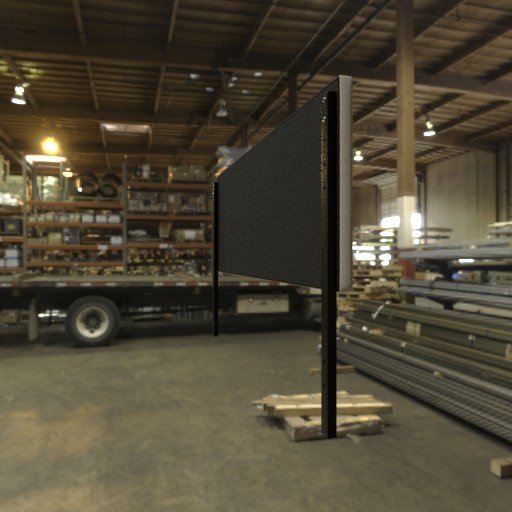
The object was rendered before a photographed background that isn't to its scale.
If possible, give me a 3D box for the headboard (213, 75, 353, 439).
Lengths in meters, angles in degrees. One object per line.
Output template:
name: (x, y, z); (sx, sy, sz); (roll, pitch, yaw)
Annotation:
headboard: (0.000, 0.000, 2.833); (0.120, 1.410, 2.362); (0, 0, -17)
